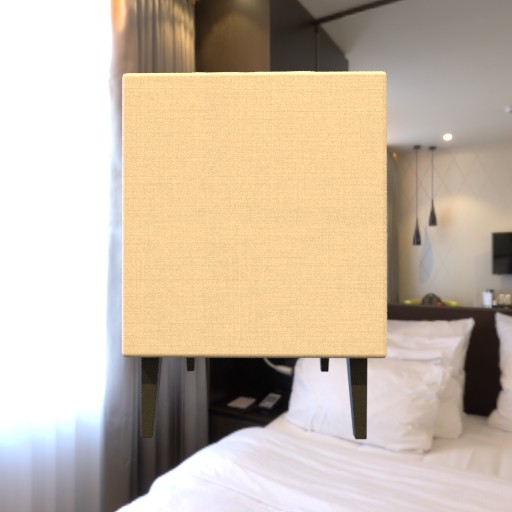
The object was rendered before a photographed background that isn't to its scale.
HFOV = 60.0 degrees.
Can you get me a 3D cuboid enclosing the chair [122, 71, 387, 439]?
[{"bbox_3d":[0.000,0.000,1.427,0.658,0.891,0.772,0,0,1],"label":"chair"}]
